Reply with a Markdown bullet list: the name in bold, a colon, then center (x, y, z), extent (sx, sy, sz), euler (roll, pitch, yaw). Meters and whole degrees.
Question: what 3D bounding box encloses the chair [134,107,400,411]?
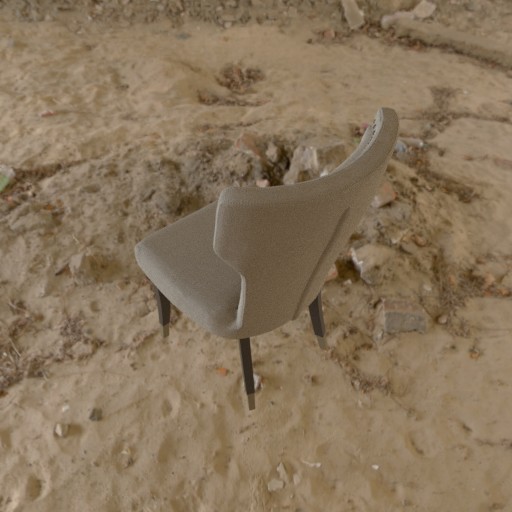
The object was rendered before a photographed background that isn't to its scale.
- **chair**: center (0.000, 0.000, 1.350), extent (0.526, 0.955, 0.630), euler (-32, 54, -27)
